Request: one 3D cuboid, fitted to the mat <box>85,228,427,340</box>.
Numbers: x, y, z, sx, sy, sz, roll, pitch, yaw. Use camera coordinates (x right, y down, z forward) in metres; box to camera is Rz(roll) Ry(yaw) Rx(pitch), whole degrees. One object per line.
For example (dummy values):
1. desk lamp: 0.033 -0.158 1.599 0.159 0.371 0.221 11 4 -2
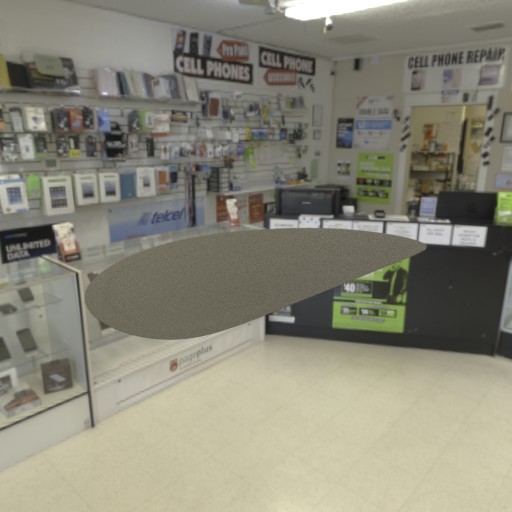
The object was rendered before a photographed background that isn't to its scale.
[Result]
1. mat: 0.000 0.000 1.826 1.524 0.013 0.913 -15 21 -43
